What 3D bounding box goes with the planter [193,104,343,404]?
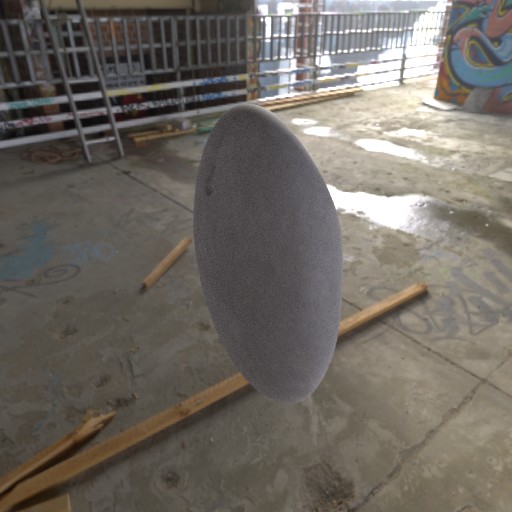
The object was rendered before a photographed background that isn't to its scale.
[{"bbox_3d":[0.000,0.000,0.289,0.071,0.188,0.185,-10,32,-17],"label":"planter"}]
